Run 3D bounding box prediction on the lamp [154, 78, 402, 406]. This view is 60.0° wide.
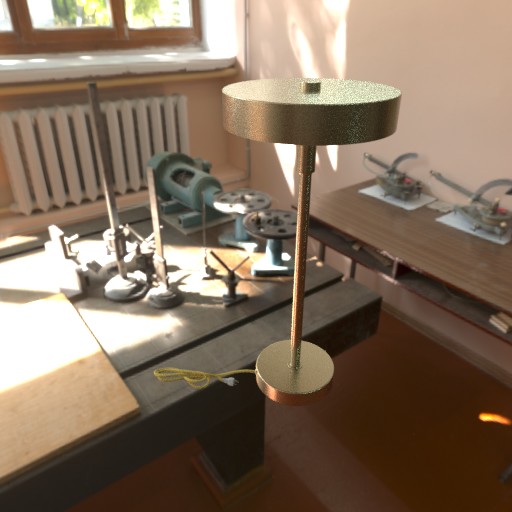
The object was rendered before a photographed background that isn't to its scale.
[{"bbox_3d":[0.000,0.000,0.689,0.369,0.508,0.229,-1,29,-2],"label":"lamp"}]
